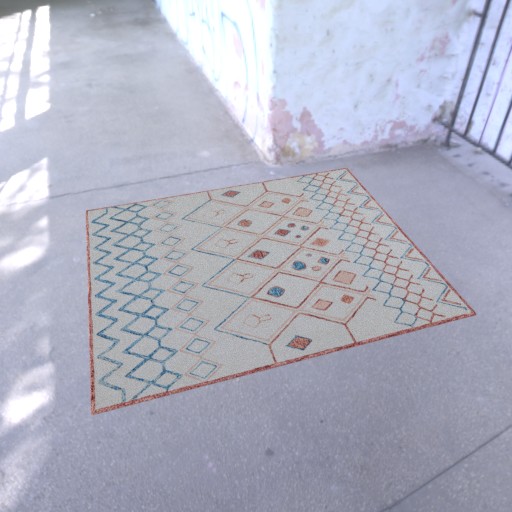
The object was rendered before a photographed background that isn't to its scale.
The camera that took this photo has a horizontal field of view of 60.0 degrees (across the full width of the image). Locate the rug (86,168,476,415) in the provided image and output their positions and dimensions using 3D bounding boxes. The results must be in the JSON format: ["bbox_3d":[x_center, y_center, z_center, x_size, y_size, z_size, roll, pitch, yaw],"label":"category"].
[{"bbox_3d":[0.000,0.000,4.176,3.050,0.016,2.441,-11,43,-13],"label":"rug"}]
